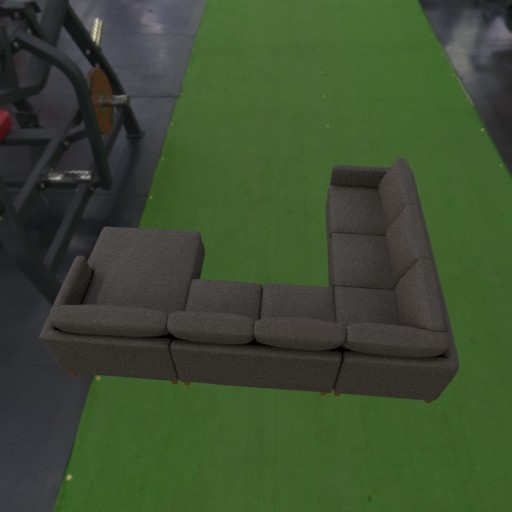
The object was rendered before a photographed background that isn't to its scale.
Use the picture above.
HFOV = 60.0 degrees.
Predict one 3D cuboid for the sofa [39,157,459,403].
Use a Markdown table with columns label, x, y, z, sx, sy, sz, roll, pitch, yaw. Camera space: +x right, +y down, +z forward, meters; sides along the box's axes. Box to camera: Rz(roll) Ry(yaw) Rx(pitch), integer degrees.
| label | x | y | z | sx | sy | sz | roll | pitch | yaw |
| --- | --- | --- | --- | --- | --- | --- | --- | --- | --- |
| sofa | 0.000 | 0.000 | 4.595 | 3.460 | 0.961 | 2.594 | 3 | 49 | 3 |
